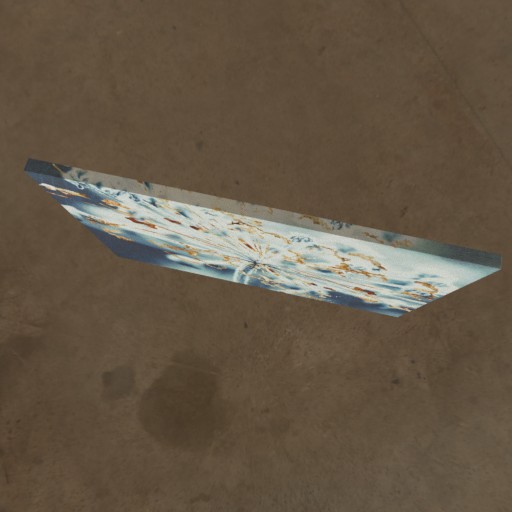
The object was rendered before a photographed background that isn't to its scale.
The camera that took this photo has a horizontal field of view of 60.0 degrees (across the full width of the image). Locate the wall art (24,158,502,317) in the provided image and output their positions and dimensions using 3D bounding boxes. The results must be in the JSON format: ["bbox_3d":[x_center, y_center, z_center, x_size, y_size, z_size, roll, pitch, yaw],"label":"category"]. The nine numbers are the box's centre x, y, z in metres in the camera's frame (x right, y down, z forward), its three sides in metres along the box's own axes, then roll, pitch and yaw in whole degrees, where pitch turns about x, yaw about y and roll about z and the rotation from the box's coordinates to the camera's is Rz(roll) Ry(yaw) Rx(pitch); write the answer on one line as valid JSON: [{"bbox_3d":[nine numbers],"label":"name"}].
[{"bbox_3d":[0.000,0.000,1.402,1.138,0.759,0.035,12,74,3],"label":"wall art"}]
